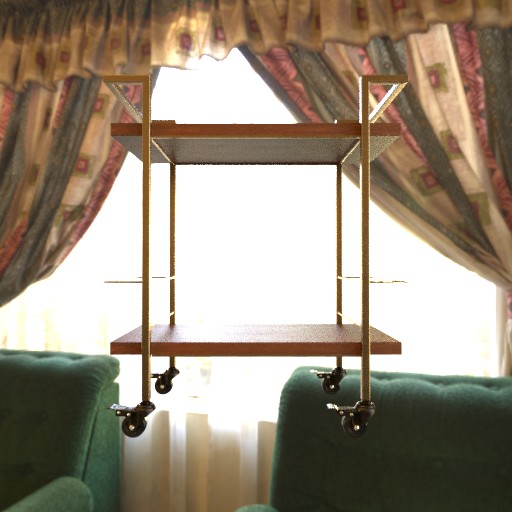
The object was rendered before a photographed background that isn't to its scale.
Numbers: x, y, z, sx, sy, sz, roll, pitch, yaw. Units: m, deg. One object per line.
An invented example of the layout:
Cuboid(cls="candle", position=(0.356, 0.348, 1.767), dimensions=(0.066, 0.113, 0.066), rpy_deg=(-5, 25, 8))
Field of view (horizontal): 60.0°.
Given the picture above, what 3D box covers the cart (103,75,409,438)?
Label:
Cuboid(cls="cart", position=(0.000, 0.000, 1.150), dimensions=(0.695, 0.807, 0.364), rpy_deg=(0, -1, 0))
